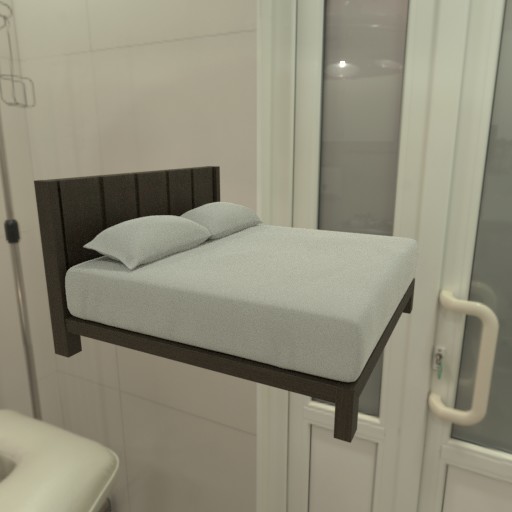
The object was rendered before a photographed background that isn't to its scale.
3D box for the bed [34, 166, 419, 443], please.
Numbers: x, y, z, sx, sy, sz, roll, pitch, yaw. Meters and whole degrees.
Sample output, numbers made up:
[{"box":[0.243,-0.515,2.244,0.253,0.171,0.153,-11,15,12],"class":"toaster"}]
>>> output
[{"box":[0.000,0.000,3.534,2.238,1.261,2.143,7,16,26],"class":"bed"}]
